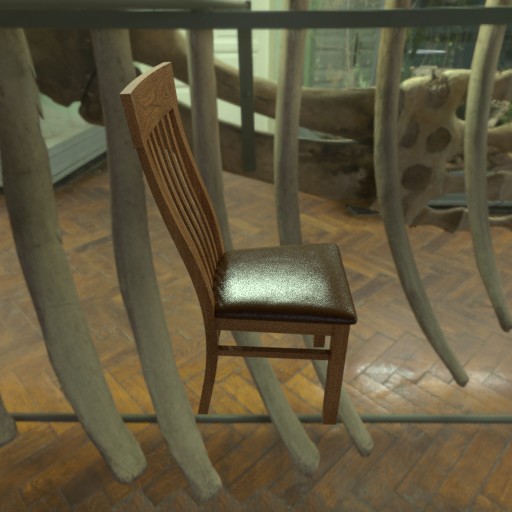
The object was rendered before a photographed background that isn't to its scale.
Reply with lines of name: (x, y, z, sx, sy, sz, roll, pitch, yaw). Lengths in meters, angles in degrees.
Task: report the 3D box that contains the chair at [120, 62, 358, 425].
chair: (0.000, 0.000, 1.374, 0.580, 1.050, 0.450, 1, 31, 1)
